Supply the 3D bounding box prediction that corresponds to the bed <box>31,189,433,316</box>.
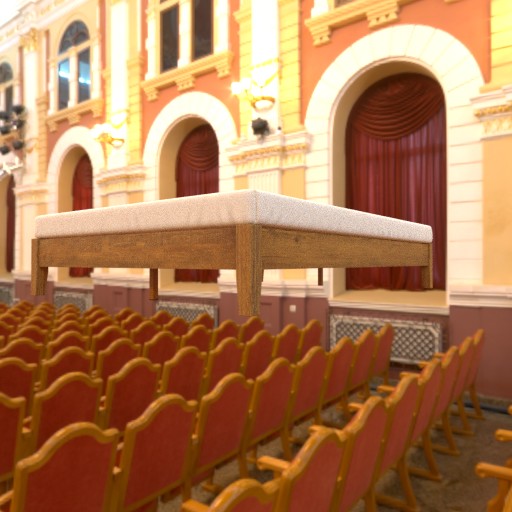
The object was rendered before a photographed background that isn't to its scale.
[{"bbox_3d":[0.000,0.000,2.724,1.536,0.431,2.016,-1,-1,38],"label":"bed"}]
